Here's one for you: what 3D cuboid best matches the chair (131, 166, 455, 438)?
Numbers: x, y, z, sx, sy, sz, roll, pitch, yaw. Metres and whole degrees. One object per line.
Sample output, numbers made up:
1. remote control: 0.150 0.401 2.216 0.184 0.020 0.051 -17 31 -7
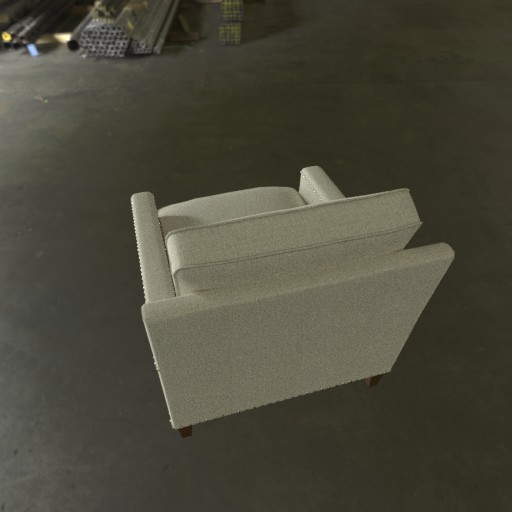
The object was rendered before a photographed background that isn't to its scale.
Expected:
1. chair: 0.000 0.000 1.695 0.853 0.943 1.014 -11 43 -12
